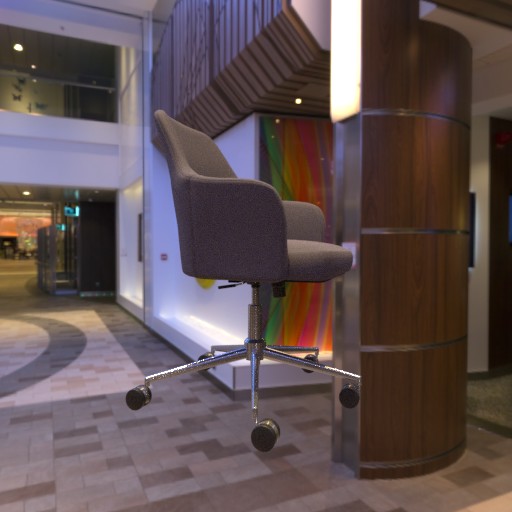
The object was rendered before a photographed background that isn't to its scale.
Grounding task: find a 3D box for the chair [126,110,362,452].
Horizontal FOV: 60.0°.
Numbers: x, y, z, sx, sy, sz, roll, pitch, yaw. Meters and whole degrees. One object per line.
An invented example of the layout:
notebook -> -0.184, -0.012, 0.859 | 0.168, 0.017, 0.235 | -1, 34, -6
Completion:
chair -> 0.000, 0.000, 1.283 | 0.600, 0.820, 0.655 | 0, 1, 19
